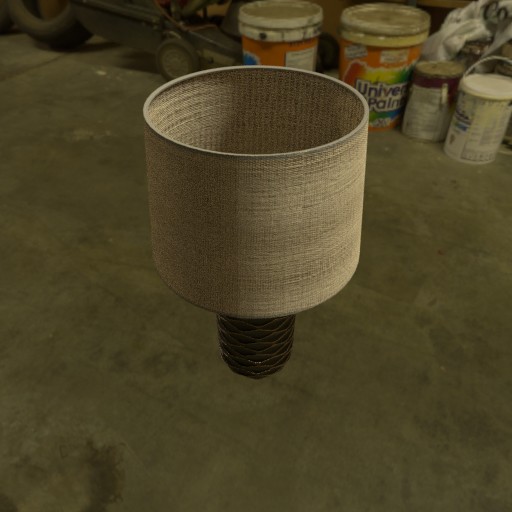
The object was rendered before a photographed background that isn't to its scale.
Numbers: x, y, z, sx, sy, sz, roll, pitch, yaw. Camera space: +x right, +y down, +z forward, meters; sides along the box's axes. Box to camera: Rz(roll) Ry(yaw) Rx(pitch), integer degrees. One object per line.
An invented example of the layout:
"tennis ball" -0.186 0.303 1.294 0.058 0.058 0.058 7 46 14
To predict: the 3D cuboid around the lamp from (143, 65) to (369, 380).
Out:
"lamp" 0.000 0.000 0.841 0.376 0.594 0.376 0 41 0
